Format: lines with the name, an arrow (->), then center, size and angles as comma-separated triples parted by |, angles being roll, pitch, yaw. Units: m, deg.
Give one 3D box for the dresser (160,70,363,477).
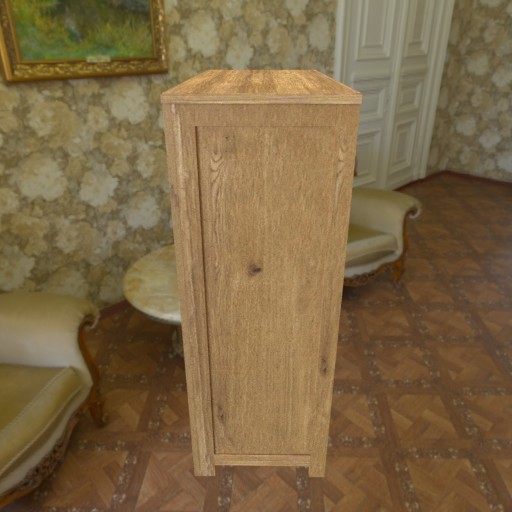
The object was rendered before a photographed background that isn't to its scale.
dresser -> 0.000, 0.000, 1.916 | 0.558, 1.431, 1.081 | 0, 26, 1
